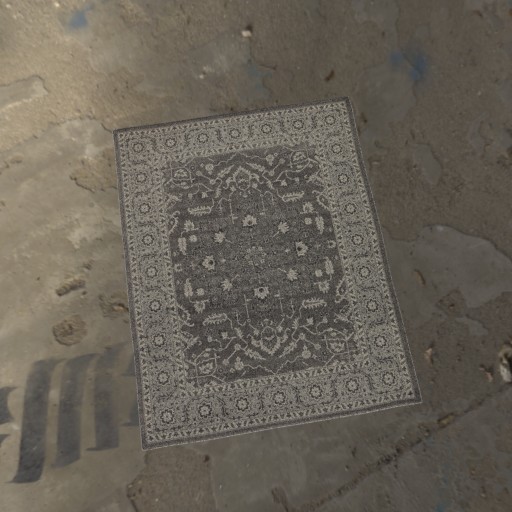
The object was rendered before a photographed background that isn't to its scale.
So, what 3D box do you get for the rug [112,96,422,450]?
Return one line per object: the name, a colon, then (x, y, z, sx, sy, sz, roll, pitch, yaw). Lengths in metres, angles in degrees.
rug: (0.000, 0.000, 4.172, 2.451, 0.026, 3.069, -9, 76, -2)
